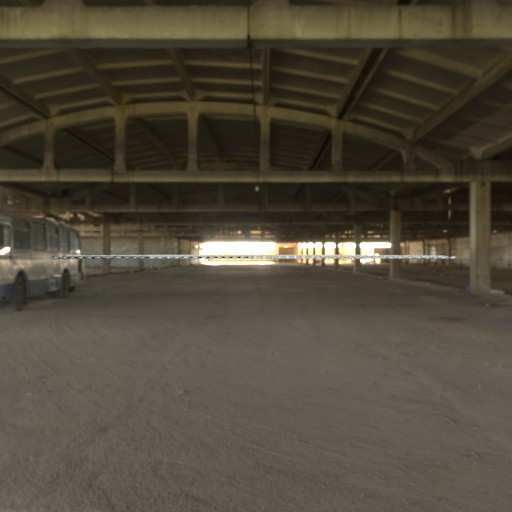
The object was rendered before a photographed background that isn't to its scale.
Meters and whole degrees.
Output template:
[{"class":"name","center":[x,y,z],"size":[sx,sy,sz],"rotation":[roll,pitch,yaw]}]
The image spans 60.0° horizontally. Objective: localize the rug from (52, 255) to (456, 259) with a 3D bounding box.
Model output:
[{"class":"rug","center":[0.000,0.000,2.903],"size":[1.600,0.013,2.312],"rotation":[0,0,0]}]
